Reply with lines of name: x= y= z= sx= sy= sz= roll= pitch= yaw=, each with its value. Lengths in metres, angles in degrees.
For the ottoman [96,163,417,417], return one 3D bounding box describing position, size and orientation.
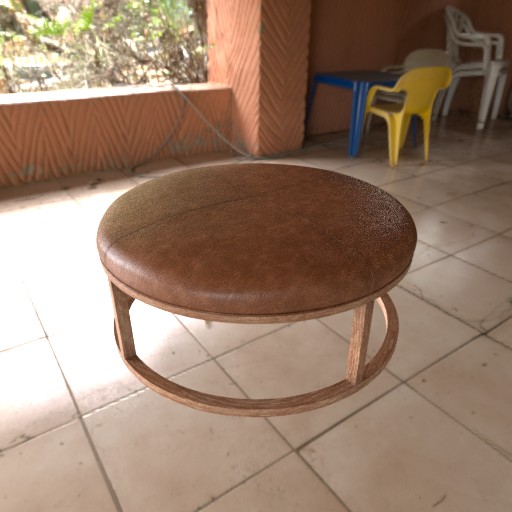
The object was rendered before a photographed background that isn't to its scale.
ottoman: x=0.000 y=0.000 z=1.514 sx=1.006 sy=0.445 sz=1.006 roll=0 pitch=28 yaw=0
